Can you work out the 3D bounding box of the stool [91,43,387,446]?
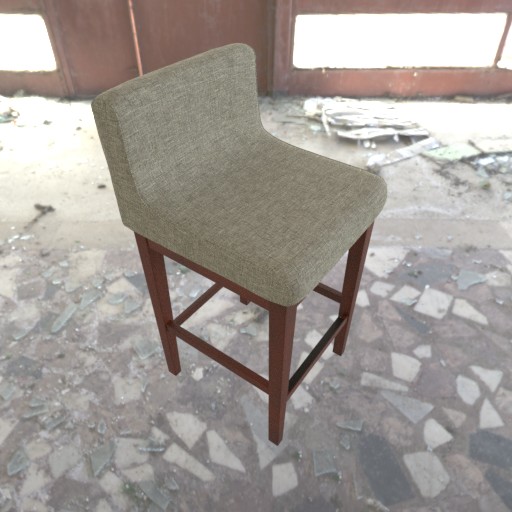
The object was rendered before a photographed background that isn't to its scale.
[{"bbox_3d":[0.000,0.000,1.079,0.459,0.835,0.417,25,47,26],"label":"stool"}]
